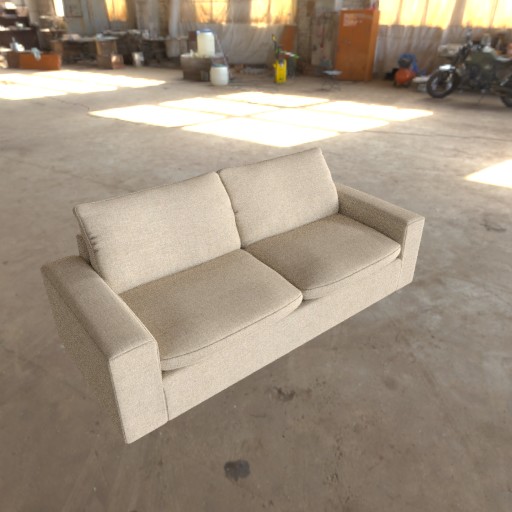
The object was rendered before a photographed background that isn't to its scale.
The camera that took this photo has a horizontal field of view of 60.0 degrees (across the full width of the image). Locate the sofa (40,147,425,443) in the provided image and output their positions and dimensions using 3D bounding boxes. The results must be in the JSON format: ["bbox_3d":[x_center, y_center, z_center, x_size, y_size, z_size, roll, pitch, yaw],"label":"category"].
[{"bbox_3d":[0.000,0.000,2.818,2.299,0.922,1.040,-21,36,-33],"label":"sofa"}]
